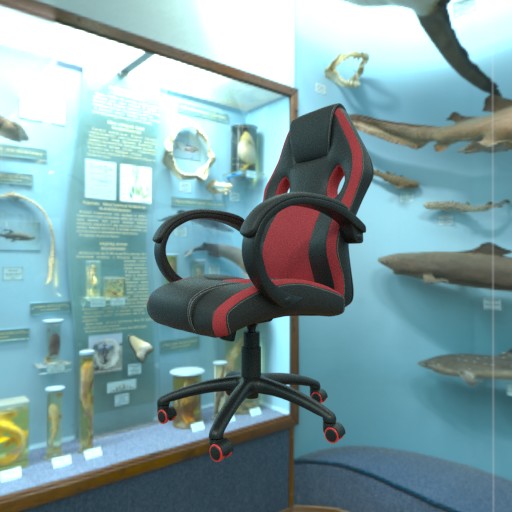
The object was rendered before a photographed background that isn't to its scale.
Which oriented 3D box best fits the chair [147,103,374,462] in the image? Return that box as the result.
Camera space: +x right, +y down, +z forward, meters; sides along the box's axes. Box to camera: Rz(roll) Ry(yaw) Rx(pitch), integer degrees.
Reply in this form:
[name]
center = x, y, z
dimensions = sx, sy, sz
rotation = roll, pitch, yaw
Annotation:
[chair]
center = 0.000, 0.000, 1.613
dimensions = 0.724, 1.187, 0.673
rotation = 0, 0, -37
